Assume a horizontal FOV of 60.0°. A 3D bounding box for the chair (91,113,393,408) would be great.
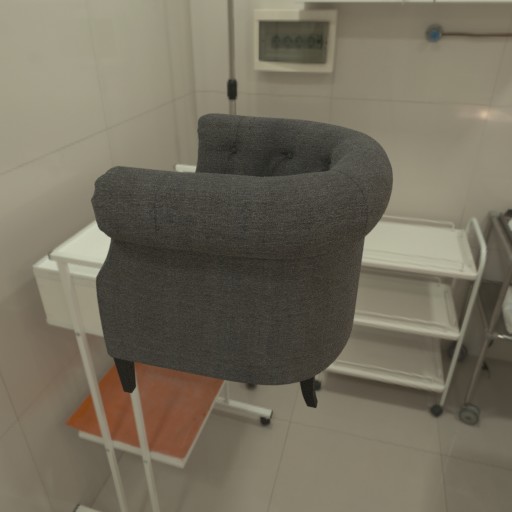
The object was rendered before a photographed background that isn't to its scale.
[{"bbox_3d":[0.000,0.000,1.583,0.852,0.827,0.905,8,30,13],"label":"chair"}]
